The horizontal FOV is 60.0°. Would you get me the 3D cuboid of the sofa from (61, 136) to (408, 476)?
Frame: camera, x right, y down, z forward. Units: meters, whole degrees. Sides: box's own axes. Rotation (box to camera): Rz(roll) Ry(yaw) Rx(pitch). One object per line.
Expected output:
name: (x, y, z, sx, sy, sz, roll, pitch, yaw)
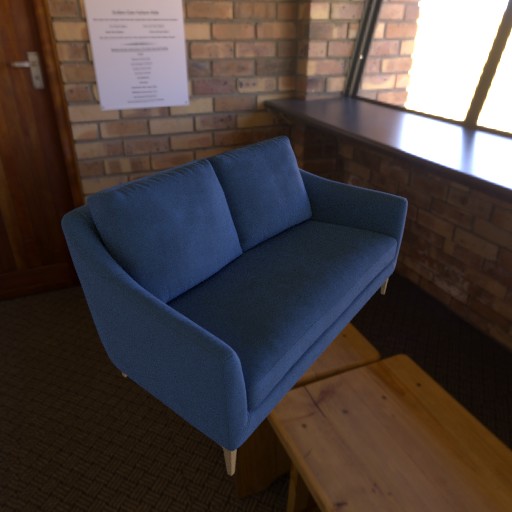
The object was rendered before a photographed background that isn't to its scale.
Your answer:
sofa: (0.000, 0.000, 2.170, 0.960, 0.902, 1.619, 18, 33, 31)
